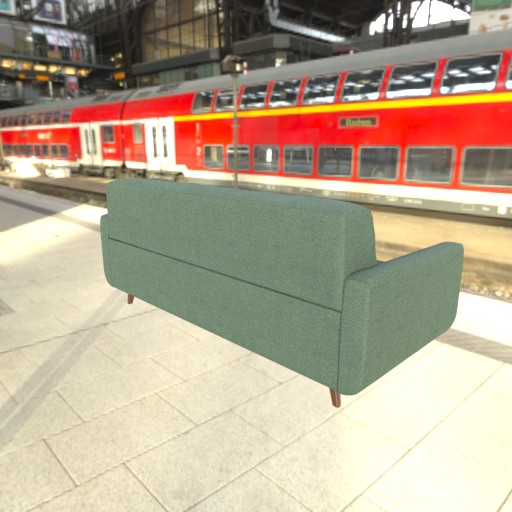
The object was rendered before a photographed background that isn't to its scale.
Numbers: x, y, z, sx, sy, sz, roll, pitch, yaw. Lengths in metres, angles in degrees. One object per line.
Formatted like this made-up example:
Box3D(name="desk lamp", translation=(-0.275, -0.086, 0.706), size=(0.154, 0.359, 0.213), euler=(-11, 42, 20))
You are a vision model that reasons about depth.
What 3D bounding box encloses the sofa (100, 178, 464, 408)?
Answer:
Box3D(name="sofa", translation=(0.000, 0.000, 2.567), size=(0.909, 0.841, 2.029), euler=(-14, 20, -43))
